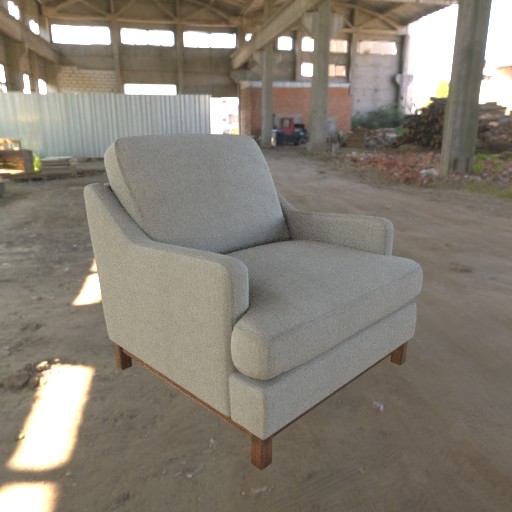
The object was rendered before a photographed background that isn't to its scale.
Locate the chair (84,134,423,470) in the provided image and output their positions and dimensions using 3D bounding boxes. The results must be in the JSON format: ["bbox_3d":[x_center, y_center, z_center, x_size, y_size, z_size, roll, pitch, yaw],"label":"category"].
[{"bbox_3d":[0.000,0.000,1.553,0.892,0.821,0.826,15,22,43],"label":"chair"}]
